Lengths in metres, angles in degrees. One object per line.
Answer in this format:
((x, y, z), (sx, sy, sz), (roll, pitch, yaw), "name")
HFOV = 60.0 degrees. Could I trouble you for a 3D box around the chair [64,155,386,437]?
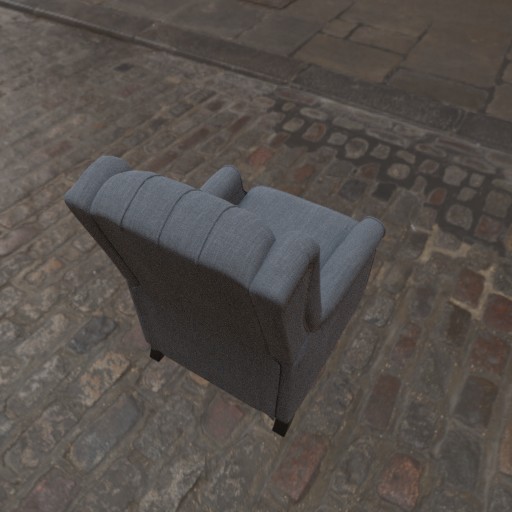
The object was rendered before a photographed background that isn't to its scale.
((0.000, 0.000, 1.628), (0.742, 1.035, 0.898), (24, 51, 21), "chair")
